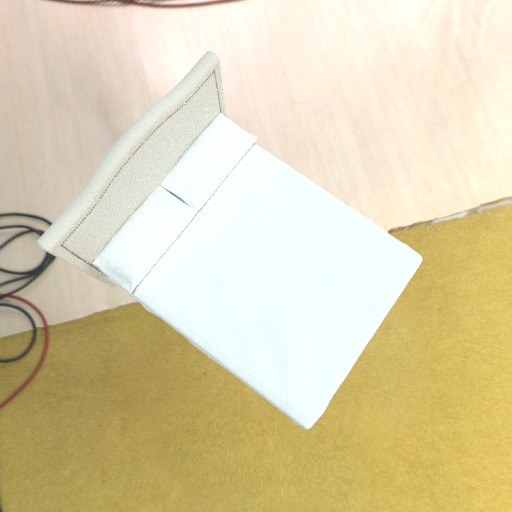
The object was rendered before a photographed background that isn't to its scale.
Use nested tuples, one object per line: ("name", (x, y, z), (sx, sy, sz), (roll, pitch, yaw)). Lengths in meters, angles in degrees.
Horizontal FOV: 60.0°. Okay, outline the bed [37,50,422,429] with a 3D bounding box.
("bed", (0.000, 0.000, 3.368), (2.143, 1.460, 1.753), (36, 79, 8))
